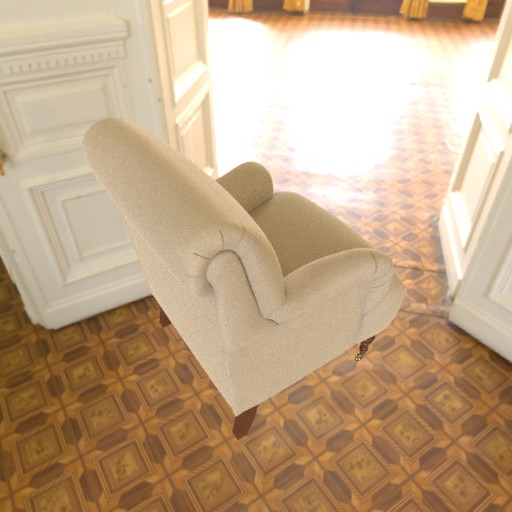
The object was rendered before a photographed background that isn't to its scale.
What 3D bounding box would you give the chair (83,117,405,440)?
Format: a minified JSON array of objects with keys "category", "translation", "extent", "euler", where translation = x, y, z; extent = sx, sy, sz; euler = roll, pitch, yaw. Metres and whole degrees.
[{"category":"chair","translation":[0.000,0.000,1.564],"extent":[0.842,0.942,0.766],"euler":[-23,45,-25]}]
